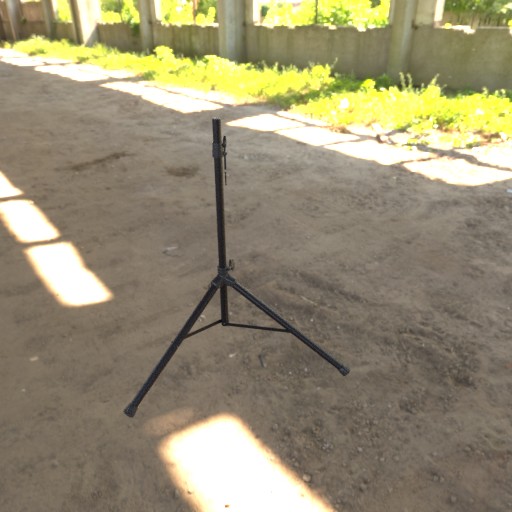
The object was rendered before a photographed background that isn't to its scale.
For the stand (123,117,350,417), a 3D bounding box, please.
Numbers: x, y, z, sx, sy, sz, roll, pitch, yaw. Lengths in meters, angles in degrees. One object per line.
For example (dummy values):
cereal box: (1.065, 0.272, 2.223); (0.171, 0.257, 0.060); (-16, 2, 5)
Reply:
stand: (0.000, 0.000, 1.904); (0.907, 1.136, 1.045); (8, 30, 15)
